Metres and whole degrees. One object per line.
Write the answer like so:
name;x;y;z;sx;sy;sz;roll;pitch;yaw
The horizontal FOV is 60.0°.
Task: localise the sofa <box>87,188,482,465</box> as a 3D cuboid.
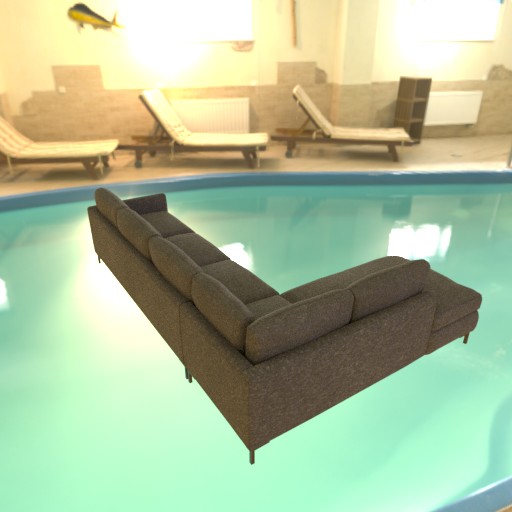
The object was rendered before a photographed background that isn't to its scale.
sofa;0.000;0.000;3.770;2.007;0.815;2.949;-16;31;-30
